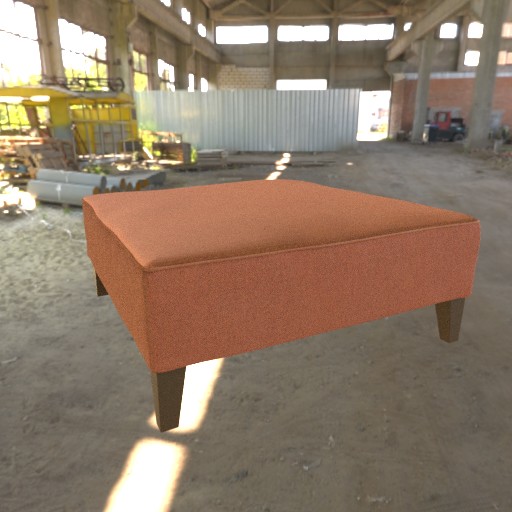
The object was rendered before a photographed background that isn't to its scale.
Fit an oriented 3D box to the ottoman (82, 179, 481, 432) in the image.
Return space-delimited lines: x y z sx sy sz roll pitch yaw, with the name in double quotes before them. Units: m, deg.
"ottoman" 0.000 0.000 1.520 0.997 0.438 0.999 -8 18 -26
